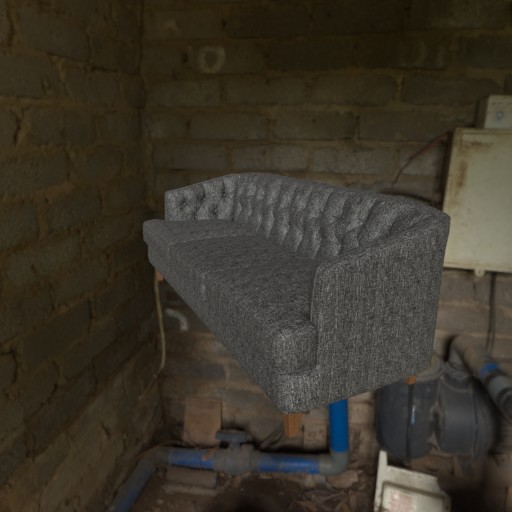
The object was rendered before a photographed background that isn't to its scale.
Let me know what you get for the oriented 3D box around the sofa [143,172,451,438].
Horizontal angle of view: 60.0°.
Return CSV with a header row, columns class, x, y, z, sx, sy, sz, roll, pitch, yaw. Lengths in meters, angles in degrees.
class,x,y,z,sx,sy,sz,roll,pitch,yaw
sofa,0.000,0.000,2.710,0.941,0.855,2.278,-8,18,-25
